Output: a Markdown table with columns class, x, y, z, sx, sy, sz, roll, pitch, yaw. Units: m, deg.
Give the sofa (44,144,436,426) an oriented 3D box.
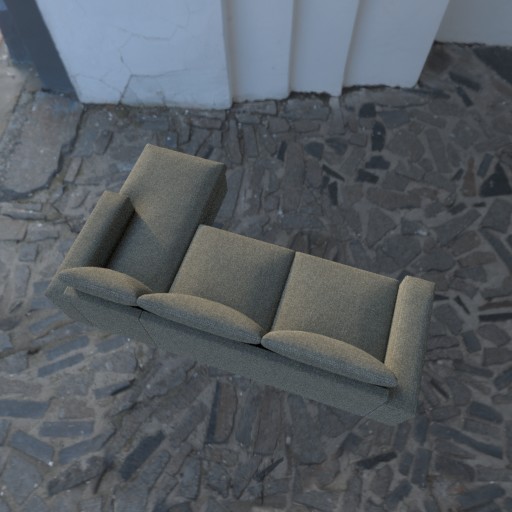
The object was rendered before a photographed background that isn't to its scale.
| class | x | y | z | sx | sy | sz | roll | pitch | yaw |
| --- | --- | --- | --- | --- | --- | --- | --- | --- | --- |
| sofa | 0.000 | 0.000 | 3.516 | 2.718 | 0.940 | 1.689 | 16 | 64 | 8 |
